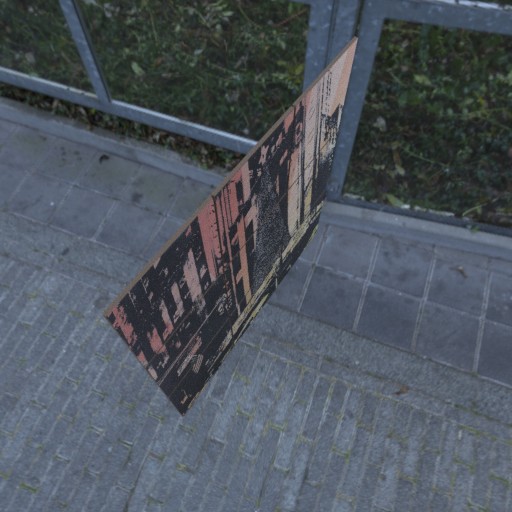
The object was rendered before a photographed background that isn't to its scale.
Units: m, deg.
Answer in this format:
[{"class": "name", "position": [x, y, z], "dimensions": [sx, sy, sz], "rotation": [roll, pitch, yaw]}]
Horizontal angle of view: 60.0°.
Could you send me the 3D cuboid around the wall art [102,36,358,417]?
[{"class": "wall art", "position": [0.000, 0.000, 1.769], "dimensions": [0.013, 1.216, 1.216], "rotation": [30, 64, 16]}]
